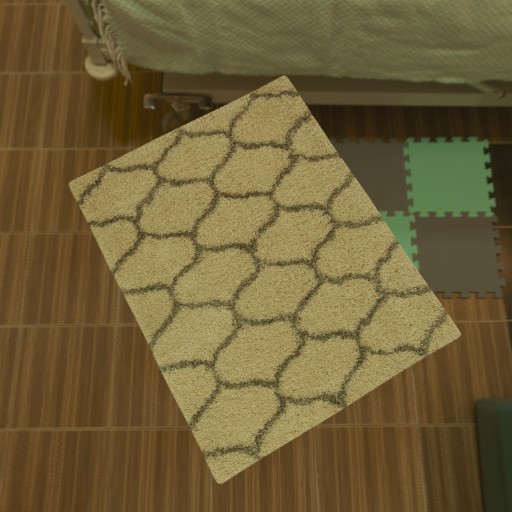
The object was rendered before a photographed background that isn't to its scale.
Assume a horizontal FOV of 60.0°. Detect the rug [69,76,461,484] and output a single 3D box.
[{"bbox_3d":[0.000,0.000,4.014,2.399,0.026,3.000,-29,77,-7],"label":"rug"}]
